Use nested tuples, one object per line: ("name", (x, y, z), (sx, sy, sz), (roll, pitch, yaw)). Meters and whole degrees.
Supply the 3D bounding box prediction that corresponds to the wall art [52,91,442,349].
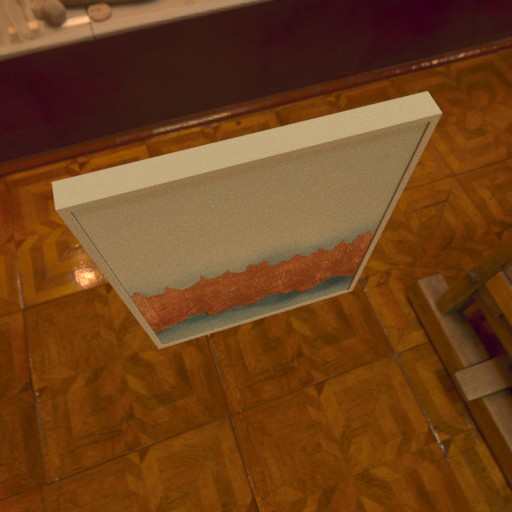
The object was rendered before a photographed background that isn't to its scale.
("wall art", (0.000, 0.000, 0.749), (0.451, 0.553, 0.039), (-16, 64, -8))
